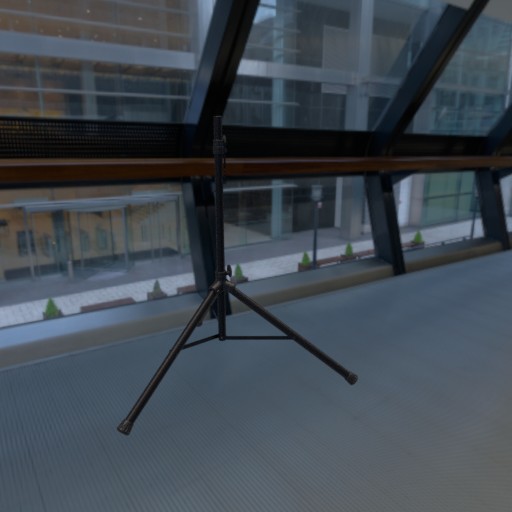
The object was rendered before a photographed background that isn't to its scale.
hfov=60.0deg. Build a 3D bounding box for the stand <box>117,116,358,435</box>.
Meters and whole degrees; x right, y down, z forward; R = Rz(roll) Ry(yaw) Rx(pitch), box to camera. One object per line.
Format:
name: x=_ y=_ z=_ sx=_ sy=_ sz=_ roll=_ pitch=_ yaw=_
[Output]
stand: x=0.000 y=0.000 z=1.884 sx=0.907 sy=1.136 sz=1.045 roll=3 pitch=15 yaw=10
